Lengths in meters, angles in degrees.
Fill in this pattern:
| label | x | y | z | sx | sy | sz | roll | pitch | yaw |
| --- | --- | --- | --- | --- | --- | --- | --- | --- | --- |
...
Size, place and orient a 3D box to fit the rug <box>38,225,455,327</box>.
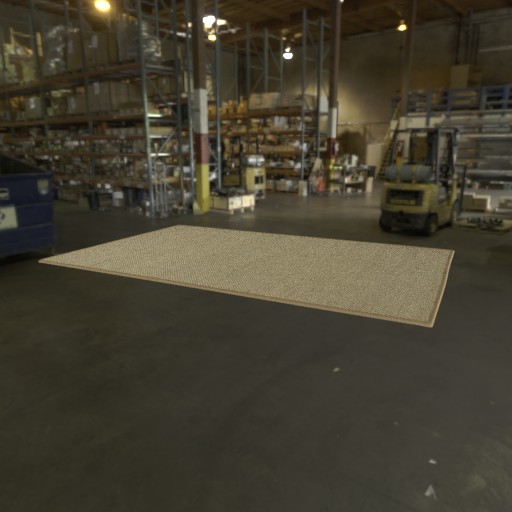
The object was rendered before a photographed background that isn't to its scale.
| label | x | y | z | sx | sy | sz | roll | pitch | yaw |
| --- | --- | --- | --- | --- | --- | --- | --- | --- | --- |
| rug | 0.000 | 0.000 | 2.089 | 1.667 | 0.013 | 1.062 | 7 | 15 | 26 |
